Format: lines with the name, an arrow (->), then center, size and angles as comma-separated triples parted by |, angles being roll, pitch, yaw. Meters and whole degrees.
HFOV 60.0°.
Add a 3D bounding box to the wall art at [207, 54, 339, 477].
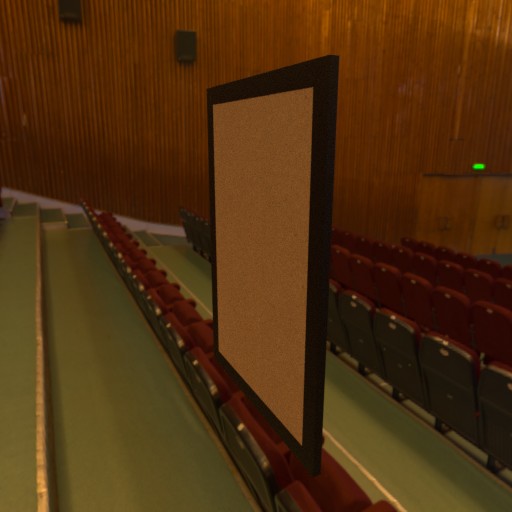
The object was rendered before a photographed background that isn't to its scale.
wall art -> 0.000, 0.000, 0.704 | 0.013, 0.534, 0.381 | -7, 17, -25
